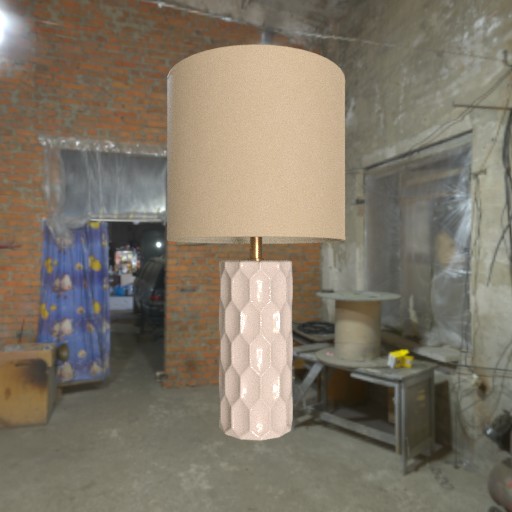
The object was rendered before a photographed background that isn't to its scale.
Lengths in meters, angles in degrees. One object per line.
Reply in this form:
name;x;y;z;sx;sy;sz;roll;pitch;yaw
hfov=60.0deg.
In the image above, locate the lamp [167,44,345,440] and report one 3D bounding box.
lamp;0.000;0.000;0.700;0.277;0.537;0.277;0;0;38
